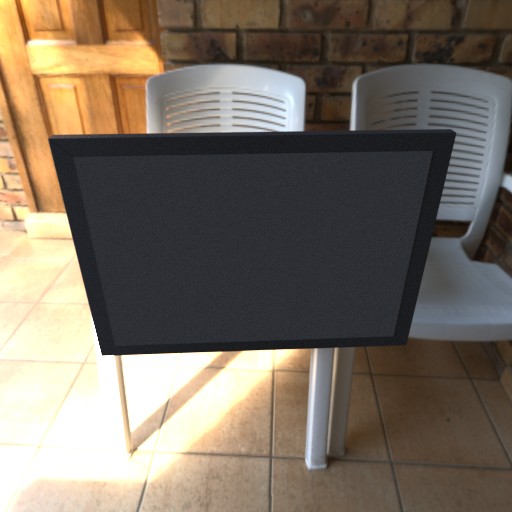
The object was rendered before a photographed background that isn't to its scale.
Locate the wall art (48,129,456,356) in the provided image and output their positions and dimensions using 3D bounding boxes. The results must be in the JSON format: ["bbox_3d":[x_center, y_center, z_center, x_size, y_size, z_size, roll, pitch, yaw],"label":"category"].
[{"bbox_3d":[0.000,0.000,0.554,0.432,0.306,0.016,-2,31,-2],"label":"wall art"}]
